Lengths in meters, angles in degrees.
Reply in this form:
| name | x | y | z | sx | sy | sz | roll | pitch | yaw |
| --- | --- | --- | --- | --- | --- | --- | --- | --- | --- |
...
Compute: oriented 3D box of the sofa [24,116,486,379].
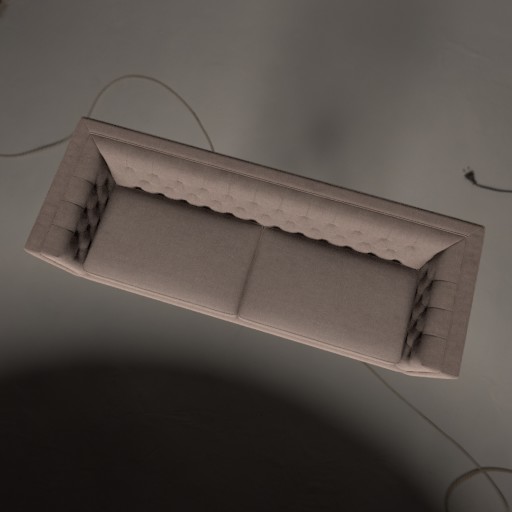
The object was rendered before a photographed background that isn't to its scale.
| name | x | y | z | sx | sy | sz | roll | pitch | yaw |
| --- | --- | --- | --- | --- | --- | --- | --- | --- | --- |
| sofa | 0.000 | 0.000 | 2.547 | 2.159 | 0.762 | 0.775 | 16 | 77 | 4 |
